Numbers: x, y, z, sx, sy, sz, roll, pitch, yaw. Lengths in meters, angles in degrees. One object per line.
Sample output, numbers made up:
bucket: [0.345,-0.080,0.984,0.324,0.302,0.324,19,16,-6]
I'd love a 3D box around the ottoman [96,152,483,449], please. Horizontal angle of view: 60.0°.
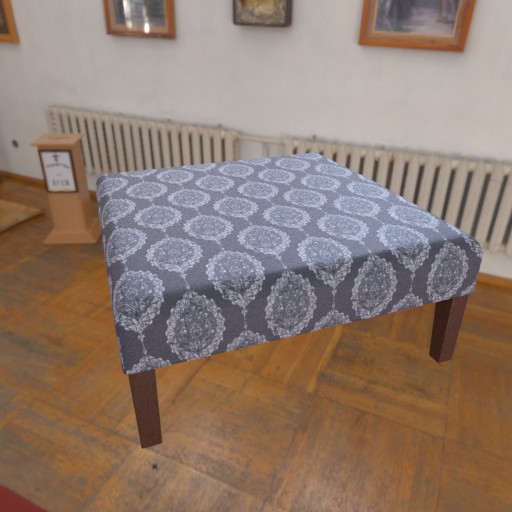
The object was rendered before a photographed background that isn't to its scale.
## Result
ottoman: [0.000,0.000,1.397,0.889,0.409,0.890,-10,30,-18]
